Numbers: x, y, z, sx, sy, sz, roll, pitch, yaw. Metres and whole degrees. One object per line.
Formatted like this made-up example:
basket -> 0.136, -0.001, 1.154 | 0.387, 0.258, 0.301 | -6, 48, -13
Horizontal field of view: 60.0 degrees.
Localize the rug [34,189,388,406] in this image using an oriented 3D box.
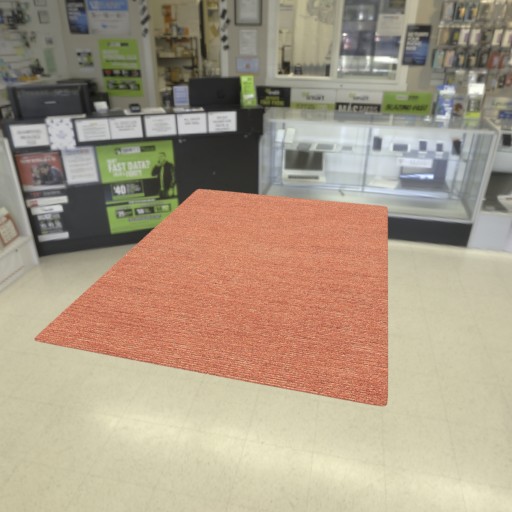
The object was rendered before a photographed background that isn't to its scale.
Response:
rug -> 0.000, 0.000, 2.769 | 1.594, 0.009, 2.112 | 7, 29, 13
